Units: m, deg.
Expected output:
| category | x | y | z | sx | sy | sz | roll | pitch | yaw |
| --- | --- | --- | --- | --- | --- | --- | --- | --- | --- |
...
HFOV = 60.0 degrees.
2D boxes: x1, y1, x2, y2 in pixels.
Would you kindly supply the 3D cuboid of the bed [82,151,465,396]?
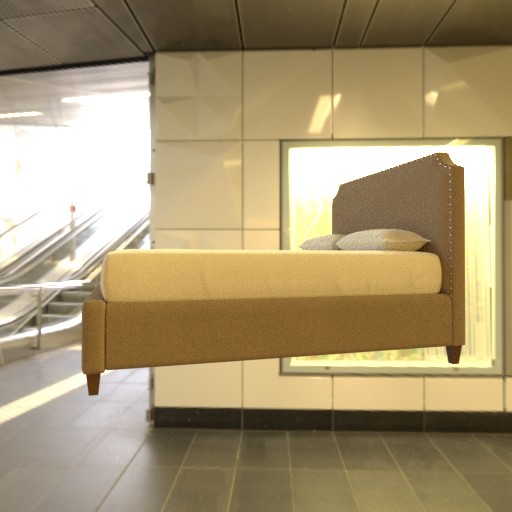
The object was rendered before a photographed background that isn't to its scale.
| category | x | y | z | sx | sy | sz | roll | pitch | yaw |
| --- | --- | --- | --- | --- | --- | --- | --- | --- | --- |
| bed | 0.000 | 0.000 | 3.337 | 2.329 | 1.415 | 1.703 | 0 | 0 | -17 |
